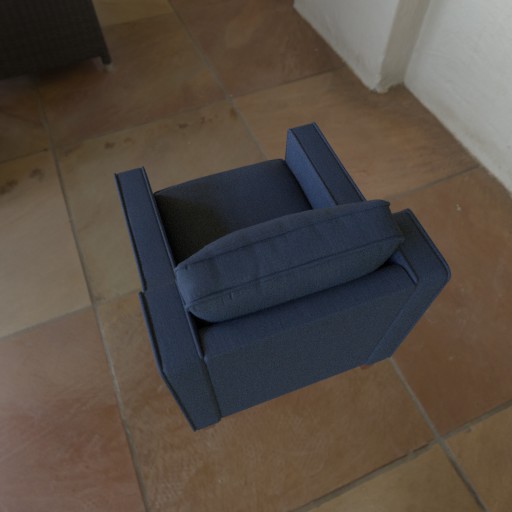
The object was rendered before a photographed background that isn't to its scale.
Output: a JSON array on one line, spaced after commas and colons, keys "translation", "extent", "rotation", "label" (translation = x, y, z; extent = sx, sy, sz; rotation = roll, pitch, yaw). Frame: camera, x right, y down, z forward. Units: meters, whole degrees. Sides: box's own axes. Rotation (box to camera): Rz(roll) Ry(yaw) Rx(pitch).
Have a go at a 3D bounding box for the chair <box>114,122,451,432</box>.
[{"translation": [0.000, 0.000, 1.660], "extent": [0.831, 0.960, 0.909], "rotation": [-17, 59, -11], "label": "chair"}]
